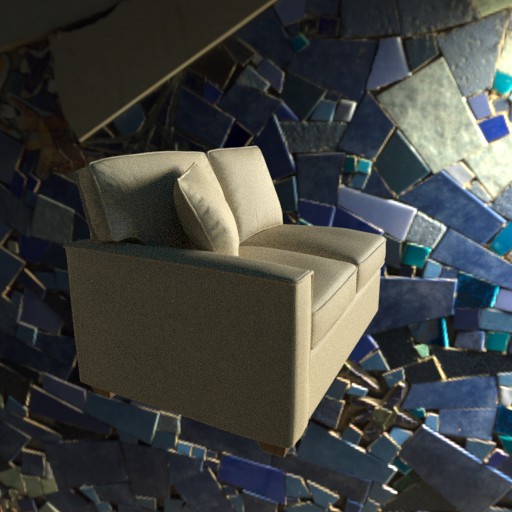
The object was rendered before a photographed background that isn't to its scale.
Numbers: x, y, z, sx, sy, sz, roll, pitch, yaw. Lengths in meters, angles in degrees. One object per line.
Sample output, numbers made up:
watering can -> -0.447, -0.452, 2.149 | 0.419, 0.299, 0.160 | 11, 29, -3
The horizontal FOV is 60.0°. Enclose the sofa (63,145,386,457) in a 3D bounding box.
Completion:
sofa -> 0.000, 0.000, 2.114 | 0.991, 0.989, 1.388 | 8, 17, 26
